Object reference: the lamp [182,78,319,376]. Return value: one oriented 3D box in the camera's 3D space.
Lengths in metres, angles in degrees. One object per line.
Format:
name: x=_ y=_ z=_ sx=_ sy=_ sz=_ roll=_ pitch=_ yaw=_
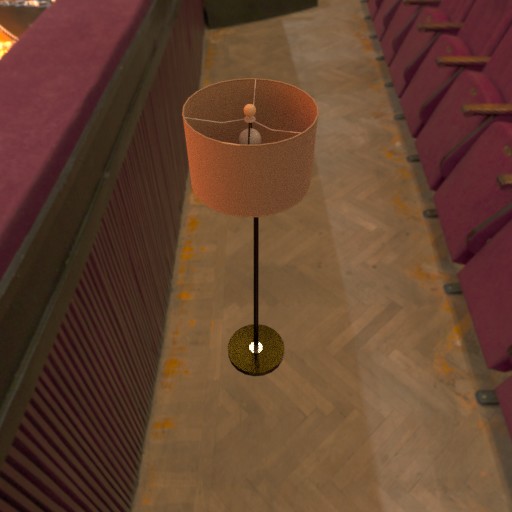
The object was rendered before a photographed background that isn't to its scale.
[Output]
lamp: x=0.000 y=0.000 z=1.954 sx=0.373 sy=1.635 sz=0.809 roll=3 pitch=46 yaw=3
